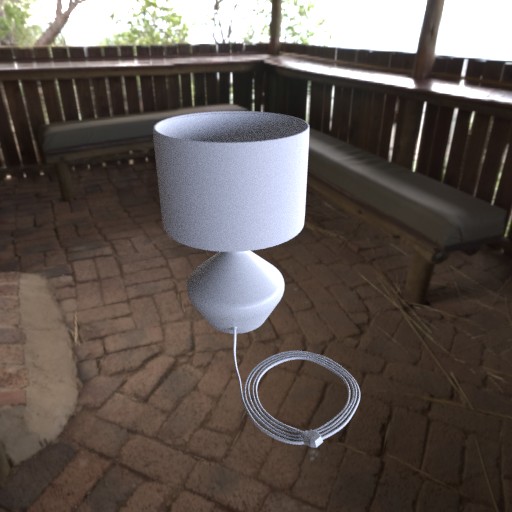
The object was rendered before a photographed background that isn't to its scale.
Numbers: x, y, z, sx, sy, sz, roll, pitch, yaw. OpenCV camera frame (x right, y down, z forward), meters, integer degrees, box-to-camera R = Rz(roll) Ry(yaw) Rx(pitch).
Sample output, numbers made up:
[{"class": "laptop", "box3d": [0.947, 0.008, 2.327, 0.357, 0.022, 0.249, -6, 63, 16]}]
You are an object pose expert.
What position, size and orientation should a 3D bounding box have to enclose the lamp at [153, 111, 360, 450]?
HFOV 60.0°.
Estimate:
[{"class": "lamp", "box3d": [0.000, 0.000, 0.870, 0.401, 0.457, 0.546, 0, 28, 0]}]
